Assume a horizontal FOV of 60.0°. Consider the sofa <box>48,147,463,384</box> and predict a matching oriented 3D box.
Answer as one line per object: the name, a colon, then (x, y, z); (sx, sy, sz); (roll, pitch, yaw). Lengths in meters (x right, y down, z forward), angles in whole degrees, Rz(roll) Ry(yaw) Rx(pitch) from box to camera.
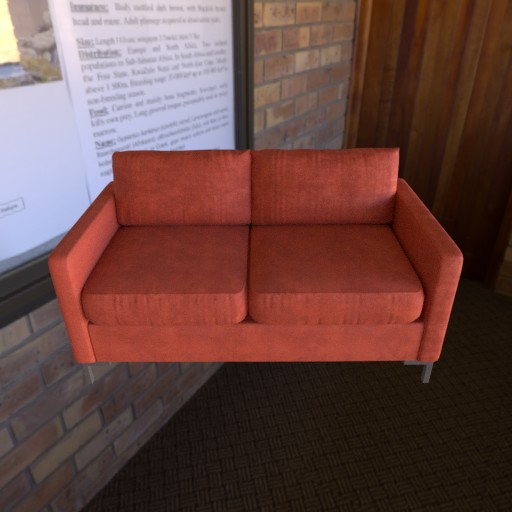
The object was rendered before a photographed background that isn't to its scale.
sofa: (0.000, 0.000, 2.105); (1.574, 0.896, 0.864); (0, 30, 0)
